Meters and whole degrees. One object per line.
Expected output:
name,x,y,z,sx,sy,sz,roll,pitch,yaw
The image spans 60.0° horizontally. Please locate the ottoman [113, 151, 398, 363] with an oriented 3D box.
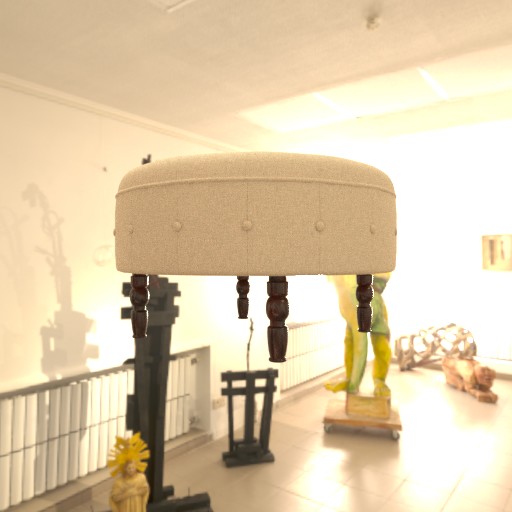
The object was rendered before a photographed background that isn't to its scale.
ottoman,0.000,0.000,1.399,0.848,0.494,0.848,0,0,0
